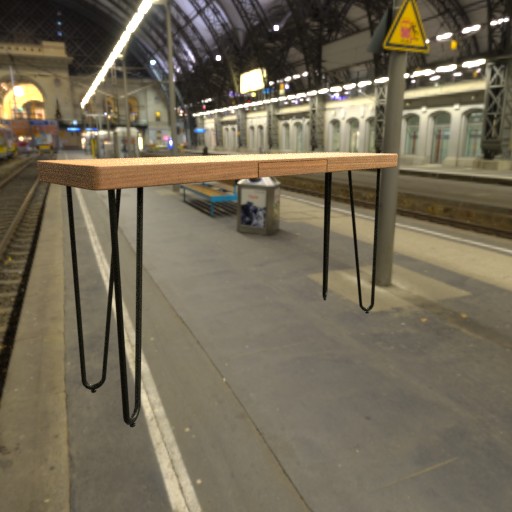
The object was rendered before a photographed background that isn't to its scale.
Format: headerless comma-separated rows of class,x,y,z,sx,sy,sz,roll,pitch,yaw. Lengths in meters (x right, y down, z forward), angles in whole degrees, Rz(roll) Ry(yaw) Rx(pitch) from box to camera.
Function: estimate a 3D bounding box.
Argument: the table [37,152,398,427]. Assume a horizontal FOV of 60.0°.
table,0.000,0.000,1.905,1.570,0.834,0.425,-14,20,-43
